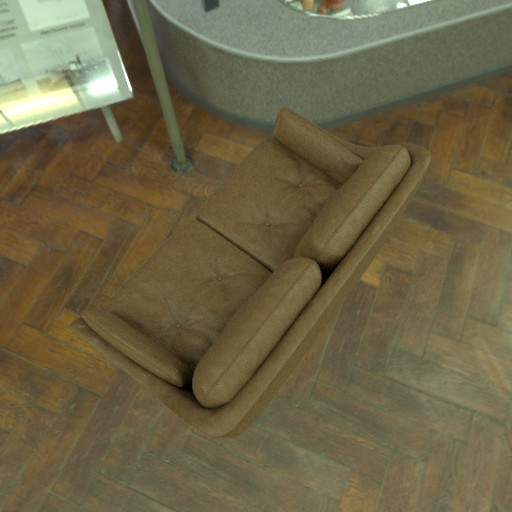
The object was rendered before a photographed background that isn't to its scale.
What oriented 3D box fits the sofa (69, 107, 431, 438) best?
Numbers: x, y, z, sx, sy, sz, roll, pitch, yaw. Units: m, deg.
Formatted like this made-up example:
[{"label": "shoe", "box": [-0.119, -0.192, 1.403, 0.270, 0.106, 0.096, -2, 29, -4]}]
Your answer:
[{"label": "sofa", "box": [0.000, 0.000, 2.334, 0.981, 0.886, 1.731, 35, 69, 15]}]
